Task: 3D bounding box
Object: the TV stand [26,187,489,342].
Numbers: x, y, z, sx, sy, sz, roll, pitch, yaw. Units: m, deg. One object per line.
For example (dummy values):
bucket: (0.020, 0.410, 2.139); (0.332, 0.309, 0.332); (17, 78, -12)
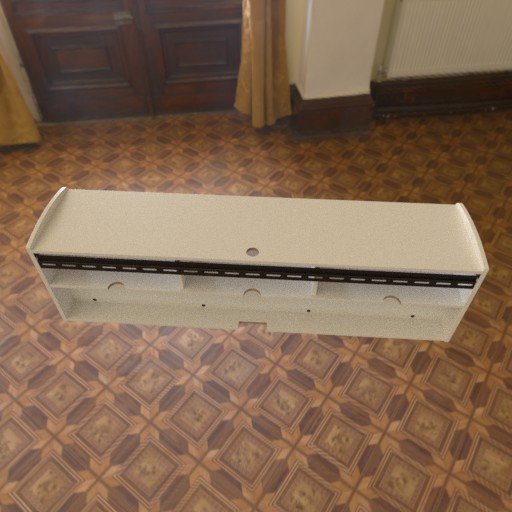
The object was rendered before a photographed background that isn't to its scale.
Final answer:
TV stand: (0.000, 0.000, 1.681); (1.473, 0.424, 0.397); (3, 46, 3)
